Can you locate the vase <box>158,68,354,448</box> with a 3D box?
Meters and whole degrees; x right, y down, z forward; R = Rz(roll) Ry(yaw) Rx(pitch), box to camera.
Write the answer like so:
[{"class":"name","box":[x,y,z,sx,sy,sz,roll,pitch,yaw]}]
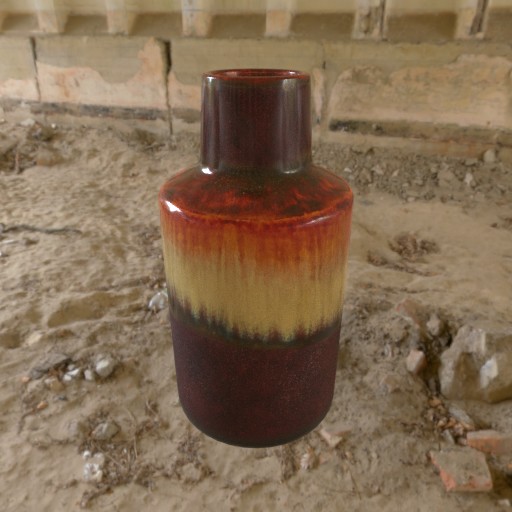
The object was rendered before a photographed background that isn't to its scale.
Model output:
[{"class":"vase","box":[0.000,0.000,0.265,0.108,0.204,0.108,0,27,0]}]
